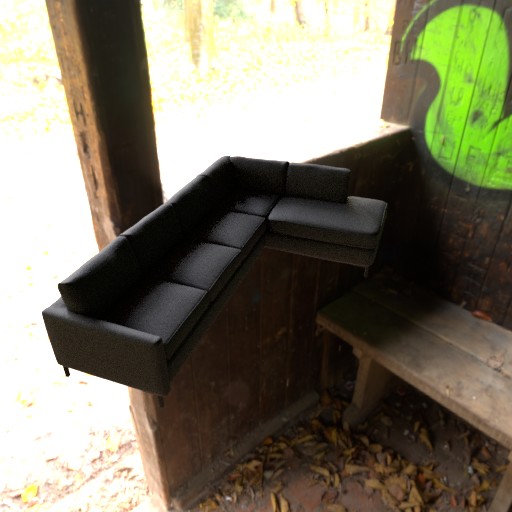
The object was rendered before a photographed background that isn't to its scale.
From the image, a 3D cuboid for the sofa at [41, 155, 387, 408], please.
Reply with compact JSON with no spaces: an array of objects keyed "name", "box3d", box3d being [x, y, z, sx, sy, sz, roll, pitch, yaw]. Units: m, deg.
[{"name":"sofa","box3d":[0.000,0.000,3.926,1.984,0.858,2.972,11,33,17]}]
